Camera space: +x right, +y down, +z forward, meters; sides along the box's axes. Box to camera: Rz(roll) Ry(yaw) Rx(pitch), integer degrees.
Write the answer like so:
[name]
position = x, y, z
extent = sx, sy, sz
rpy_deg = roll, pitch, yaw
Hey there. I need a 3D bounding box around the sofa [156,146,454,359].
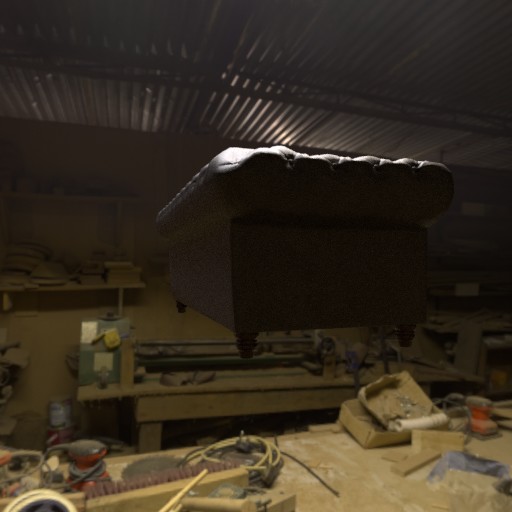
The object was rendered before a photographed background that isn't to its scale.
[sofa]
position = 0.000, 0.000, 2.488
extent = 0.944, 0.779, 2.048
rpy_deg = 0, -1, -18
